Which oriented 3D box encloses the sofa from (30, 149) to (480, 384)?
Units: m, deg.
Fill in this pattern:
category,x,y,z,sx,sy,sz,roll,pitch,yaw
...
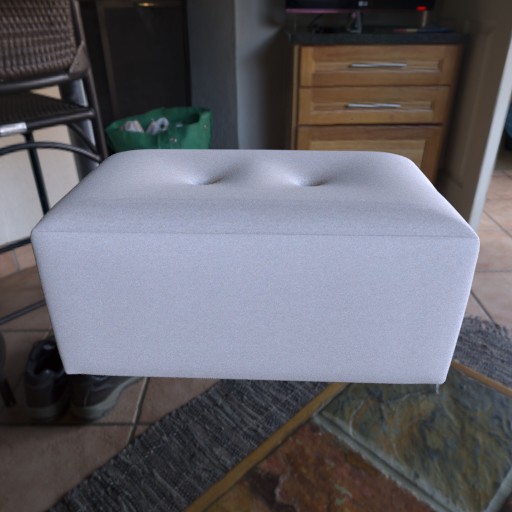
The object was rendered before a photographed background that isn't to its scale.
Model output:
category,x,y,z,sx,sy,sz,roll,pitch,yaw
sofa,0.000,0.000,1.168,0.930,0.470,0.480,1,29,2
